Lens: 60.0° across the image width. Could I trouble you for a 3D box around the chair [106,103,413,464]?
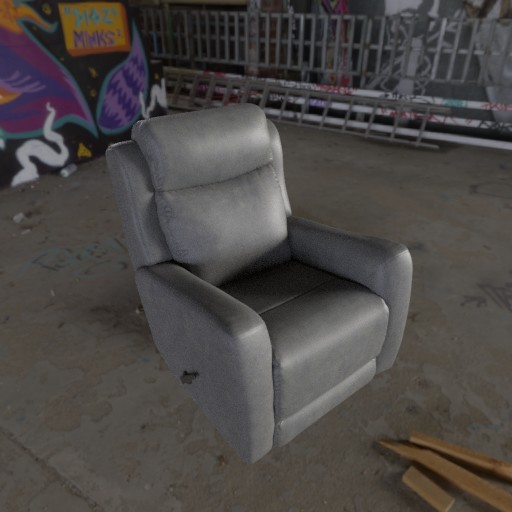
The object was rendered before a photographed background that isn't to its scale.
[{"bbox_3d":[0.000,0.000,1.975,0.967,1.116,1.068,-21,36,-32],"label":"chair"}]
